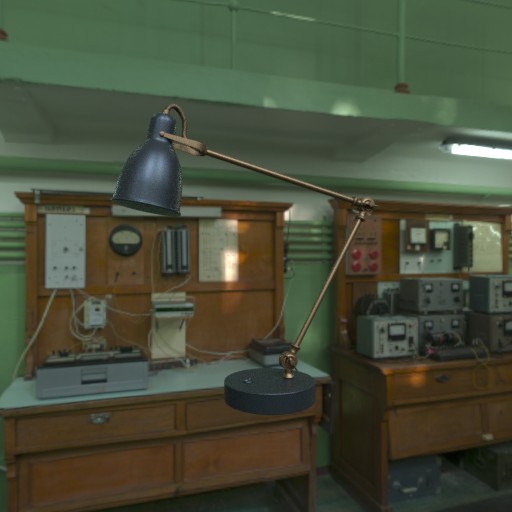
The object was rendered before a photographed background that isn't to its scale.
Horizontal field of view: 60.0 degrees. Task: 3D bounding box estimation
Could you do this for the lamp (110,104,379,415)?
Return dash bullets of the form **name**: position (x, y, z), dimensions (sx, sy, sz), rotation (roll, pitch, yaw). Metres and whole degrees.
- **lamp**: position (0.000, 0.000, 0.900), dimensions (0.561, 0.587, 0.187), rotation (0, 0, -19)
